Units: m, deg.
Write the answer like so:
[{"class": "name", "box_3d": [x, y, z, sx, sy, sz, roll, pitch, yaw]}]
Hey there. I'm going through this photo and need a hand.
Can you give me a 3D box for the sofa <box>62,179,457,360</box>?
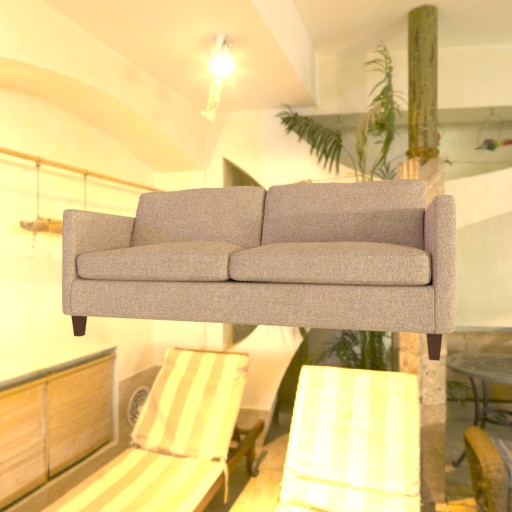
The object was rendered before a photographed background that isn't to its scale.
[{"class": "sofa", "box_3d": [0.000, 0.000, 2.766, 2.208, 0.965, 0.951, 0, 0, 18]}]
